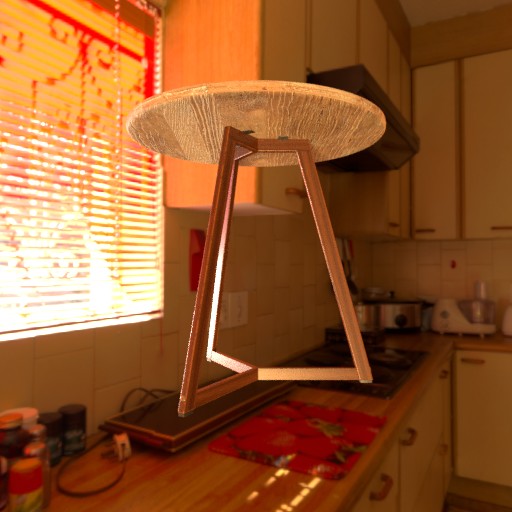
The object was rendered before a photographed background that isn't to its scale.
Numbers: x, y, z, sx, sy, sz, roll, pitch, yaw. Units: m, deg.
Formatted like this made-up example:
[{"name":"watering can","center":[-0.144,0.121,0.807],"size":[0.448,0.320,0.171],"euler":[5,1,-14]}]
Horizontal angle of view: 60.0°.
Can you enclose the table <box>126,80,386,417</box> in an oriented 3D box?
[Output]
[{"name":"table","center":[0.000,0.000,0.884],"size":[0.500,0.500,0.500],"euler":[0,-1,0]}]
